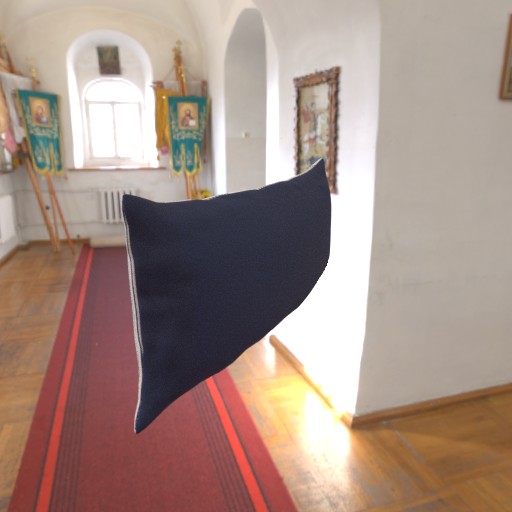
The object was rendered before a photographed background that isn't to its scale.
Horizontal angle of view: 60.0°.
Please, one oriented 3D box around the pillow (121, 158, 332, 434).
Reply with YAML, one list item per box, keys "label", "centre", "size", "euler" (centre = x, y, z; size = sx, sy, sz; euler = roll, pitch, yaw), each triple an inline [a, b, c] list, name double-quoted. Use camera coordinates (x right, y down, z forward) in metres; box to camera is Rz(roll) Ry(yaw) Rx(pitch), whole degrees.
- label: "pillow"
  centre: [0.000, 0.000, 0.737]
  size: [0.151, 0.287, 0.610]
  euler: [8, 18, 26]
